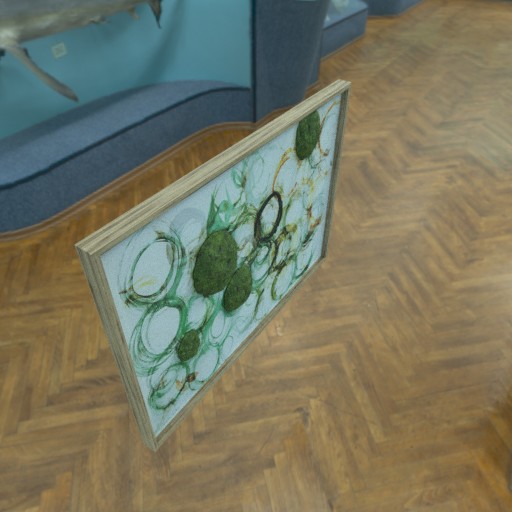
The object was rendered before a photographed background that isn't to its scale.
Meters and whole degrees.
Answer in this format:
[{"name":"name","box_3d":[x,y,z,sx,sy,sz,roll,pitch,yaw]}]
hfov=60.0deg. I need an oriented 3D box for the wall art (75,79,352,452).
[{"name":"wall art","box_3d":[0.000,0.000,1.097,0.063,0.609,0.841,25,47,26]}]
